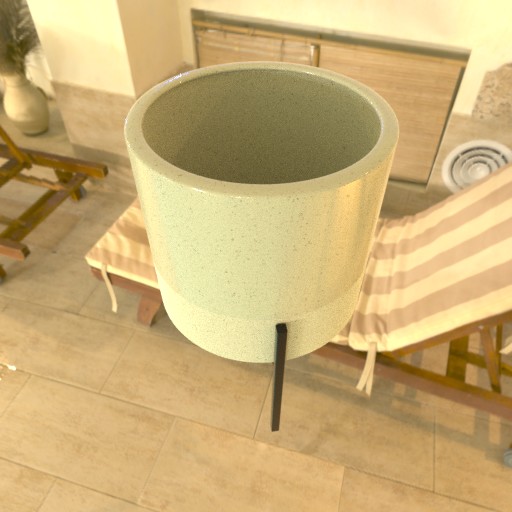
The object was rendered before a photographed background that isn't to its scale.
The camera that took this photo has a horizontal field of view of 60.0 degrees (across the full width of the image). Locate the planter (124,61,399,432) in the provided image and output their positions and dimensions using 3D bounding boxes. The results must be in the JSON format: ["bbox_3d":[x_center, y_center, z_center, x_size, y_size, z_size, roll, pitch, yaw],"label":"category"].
[{"bbox_3d":[0.000,0.000,0.332,0.159,0.230,0.152,16,47,16],"label":"planter"}]
